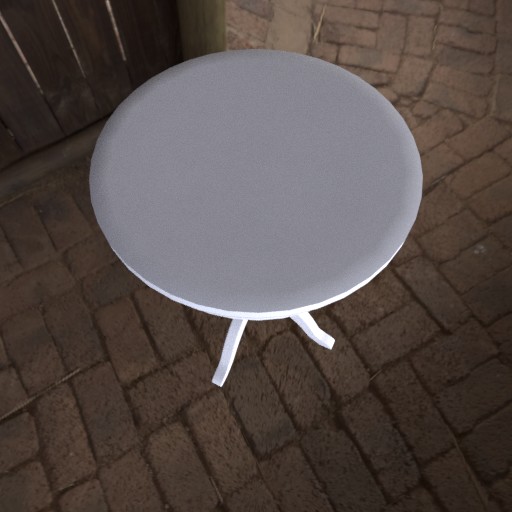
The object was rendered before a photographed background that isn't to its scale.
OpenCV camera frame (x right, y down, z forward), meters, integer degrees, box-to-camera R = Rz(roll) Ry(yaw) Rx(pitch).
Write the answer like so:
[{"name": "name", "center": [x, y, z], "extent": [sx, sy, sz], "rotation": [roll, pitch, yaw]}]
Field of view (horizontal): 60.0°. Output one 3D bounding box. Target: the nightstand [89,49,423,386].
[{"name": "nightstand", "center": [0.000, 0.000, 0.979], "extent": [0.513, 0.653, 0.513], "rotation": [32, 66, 16]}]
